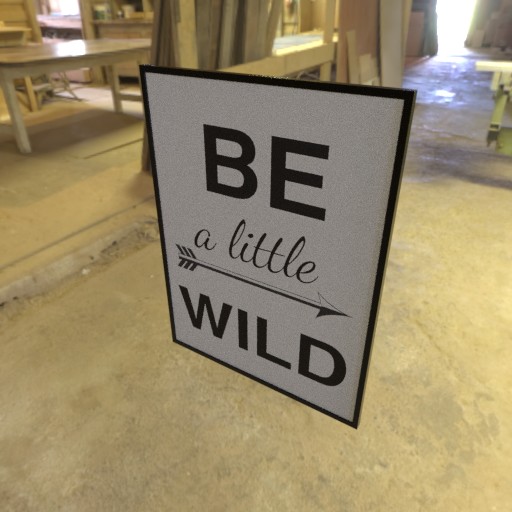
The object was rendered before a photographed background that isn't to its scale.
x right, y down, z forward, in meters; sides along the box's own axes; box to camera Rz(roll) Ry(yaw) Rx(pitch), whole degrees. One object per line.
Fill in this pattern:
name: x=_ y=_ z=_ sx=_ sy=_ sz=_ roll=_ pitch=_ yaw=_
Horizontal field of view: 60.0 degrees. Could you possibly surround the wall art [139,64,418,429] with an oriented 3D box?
wall art: x=0.000 y=0.000 z=0.764 sx=0.442 sy=0.582 sz=0.013 roll=18 pitch=35 yaw=28
